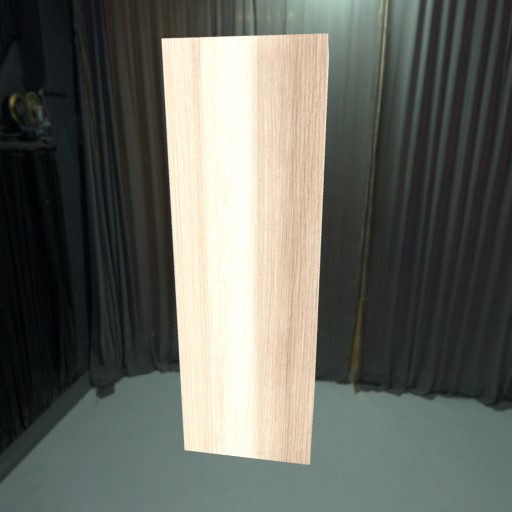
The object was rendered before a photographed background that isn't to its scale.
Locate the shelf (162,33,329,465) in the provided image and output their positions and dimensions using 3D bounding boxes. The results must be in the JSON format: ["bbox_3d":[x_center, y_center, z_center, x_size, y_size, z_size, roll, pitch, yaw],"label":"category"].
[{"bbox_3d":[0.000,0.000,1.021,0.290,0.872,0.290,3,17,9],"label":"shelf"}]
